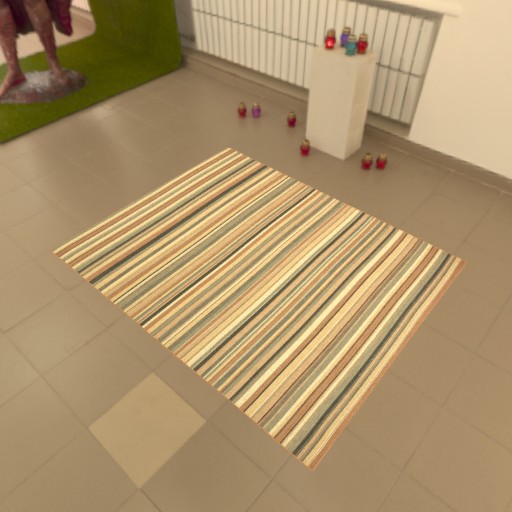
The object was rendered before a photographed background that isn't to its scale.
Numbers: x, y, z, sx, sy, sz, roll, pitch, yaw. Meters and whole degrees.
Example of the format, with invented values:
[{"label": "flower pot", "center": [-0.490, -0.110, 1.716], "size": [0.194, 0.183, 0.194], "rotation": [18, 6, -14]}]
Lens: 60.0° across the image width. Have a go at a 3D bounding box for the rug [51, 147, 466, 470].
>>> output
[{"label": "rug", "center": [0.000, 0.000, 4.139], "size": [3.045, 0.011, 2.436], "rotation": [31, 53, 28]}]
